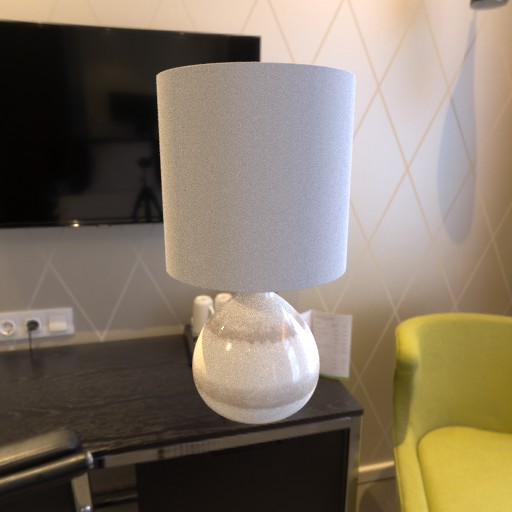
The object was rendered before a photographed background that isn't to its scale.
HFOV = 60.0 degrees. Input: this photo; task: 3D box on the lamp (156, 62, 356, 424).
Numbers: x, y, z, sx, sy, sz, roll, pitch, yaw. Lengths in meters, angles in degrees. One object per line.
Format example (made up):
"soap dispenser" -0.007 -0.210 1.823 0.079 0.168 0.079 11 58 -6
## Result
"lamp" 0.000 0.000 0.541 0.217 0.404 0.217 -13 19 -42
